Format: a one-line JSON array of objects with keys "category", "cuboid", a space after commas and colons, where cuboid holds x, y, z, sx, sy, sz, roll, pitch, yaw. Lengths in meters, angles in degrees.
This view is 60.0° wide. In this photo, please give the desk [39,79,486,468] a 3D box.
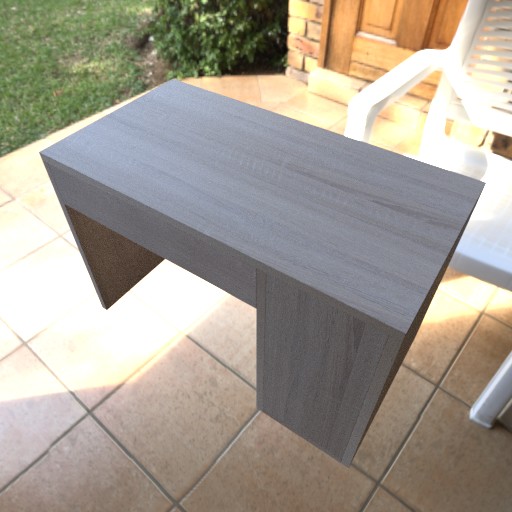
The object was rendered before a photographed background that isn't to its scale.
[{"category": "desk", "cuboid": [0.000, 0.000, 1.492, 1.100, 0.731, 0.600, 26, 51, 23]}]
